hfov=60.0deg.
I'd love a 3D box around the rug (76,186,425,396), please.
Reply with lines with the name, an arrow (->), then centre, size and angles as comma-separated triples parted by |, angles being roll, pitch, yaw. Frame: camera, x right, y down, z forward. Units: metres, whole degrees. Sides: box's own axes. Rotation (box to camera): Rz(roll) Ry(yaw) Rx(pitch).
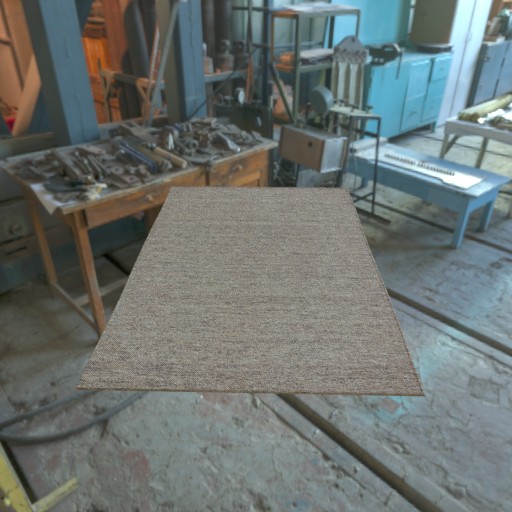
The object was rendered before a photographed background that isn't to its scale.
rug -> 0.000, 0.000, 2.918 | 1.547, 0.013, 2.283 | 1, 32, 1
